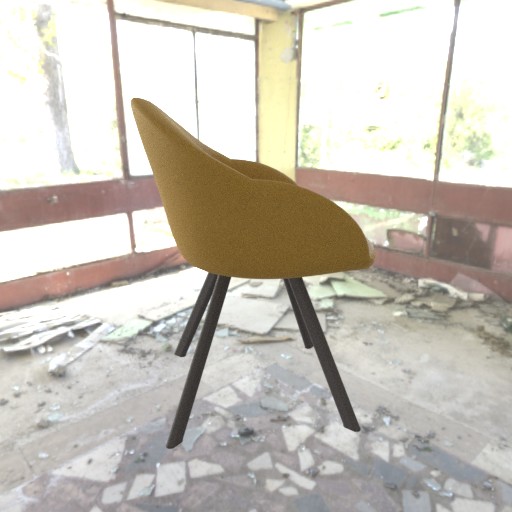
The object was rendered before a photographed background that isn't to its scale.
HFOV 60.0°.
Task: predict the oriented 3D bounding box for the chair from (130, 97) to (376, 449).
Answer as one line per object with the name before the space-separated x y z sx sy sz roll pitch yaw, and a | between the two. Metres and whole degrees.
chair | 0.000 0.000 1.182 0.583 0.793 0.551 -2 17 -7
